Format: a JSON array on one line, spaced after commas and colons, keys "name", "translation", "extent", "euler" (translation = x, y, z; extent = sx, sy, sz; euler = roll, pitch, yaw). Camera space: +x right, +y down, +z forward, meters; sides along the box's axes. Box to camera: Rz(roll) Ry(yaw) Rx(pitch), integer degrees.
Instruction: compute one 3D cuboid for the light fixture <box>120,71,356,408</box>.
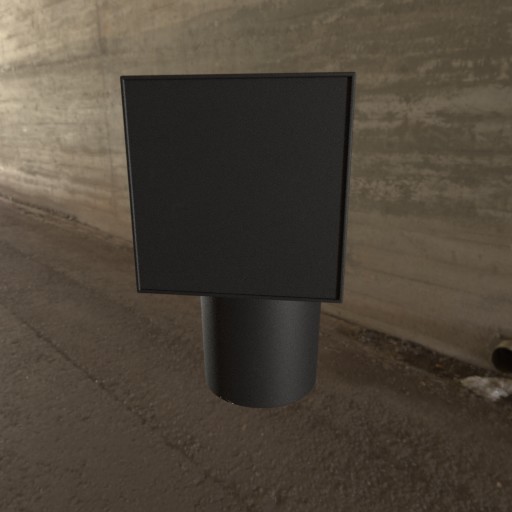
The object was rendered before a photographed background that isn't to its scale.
[{"name": "light fixture", "translation": [0.000, 0.000, 0.358], "extent": [0.130, 0.257, 0.176], "euler": [2, 16, 8]}]
